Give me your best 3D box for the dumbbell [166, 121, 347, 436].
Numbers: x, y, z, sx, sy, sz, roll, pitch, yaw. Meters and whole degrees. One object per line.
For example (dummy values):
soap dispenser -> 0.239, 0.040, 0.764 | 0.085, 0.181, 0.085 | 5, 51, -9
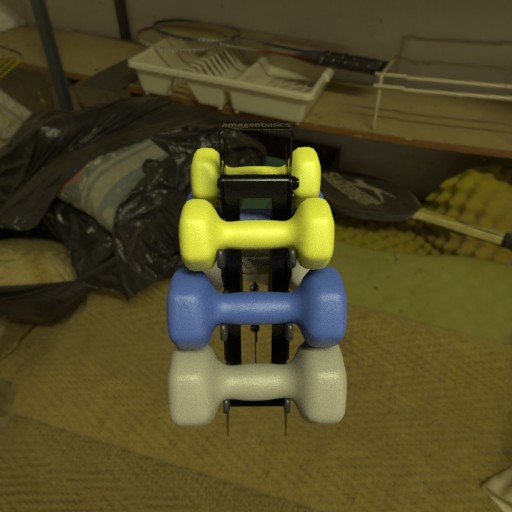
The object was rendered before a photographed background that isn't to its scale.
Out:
dumbbell -> 0.000, 0.000, 0.692 | 0.261, 0.426, 0.416 | 0, 40, 0
